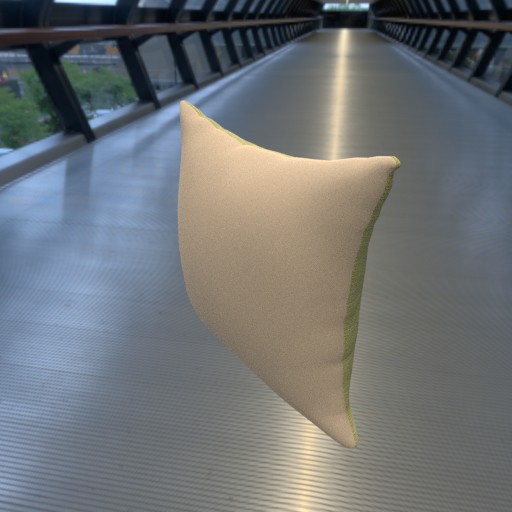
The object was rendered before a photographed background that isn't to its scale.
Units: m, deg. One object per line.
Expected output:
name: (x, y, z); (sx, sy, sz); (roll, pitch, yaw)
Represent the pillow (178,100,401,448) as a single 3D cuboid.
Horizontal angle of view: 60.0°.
pillow: (0.000, 0.000, 0.812); (0.229, 0.487, 0.560); (-18, 32, -31)
